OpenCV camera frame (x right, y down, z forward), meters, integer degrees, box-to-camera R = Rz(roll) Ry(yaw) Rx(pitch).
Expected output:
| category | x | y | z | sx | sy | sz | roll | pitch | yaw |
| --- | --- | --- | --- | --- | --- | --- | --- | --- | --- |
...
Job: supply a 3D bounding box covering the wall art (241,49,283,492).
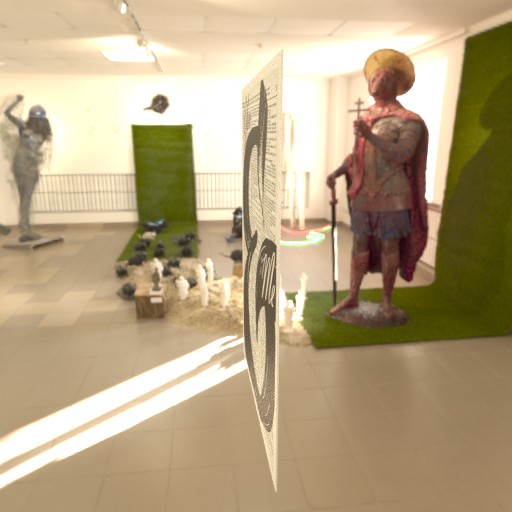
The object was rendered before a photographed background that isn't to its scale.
| category | x | y | z | sx | sy | sz | roll | pitch | yaw |
| --- | --- | --- | --- | --- | --- | --- | --- | --- | --- |
| wall art | 0.000 | 0.000 | 0.804 | 0.003 | 0.609 | 0.457 | -2 | 15 | -7 |
